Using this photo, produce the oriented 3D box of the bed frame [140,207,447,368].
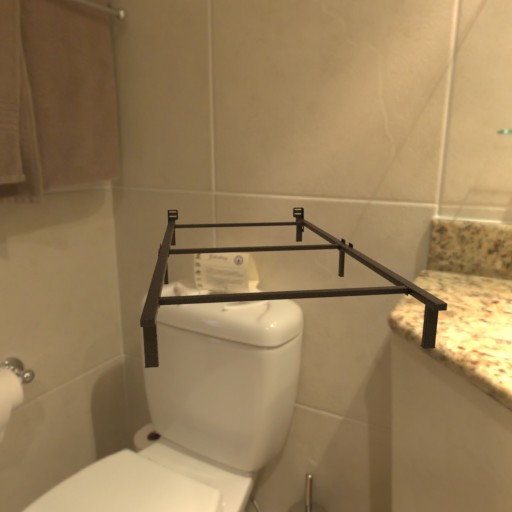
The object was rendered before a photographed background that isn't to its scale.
[{"bbox_3d":[0.000,0.000,2.268,0.968,0.248,1.897,-2,13,-8],"label":"bed frame"}]
